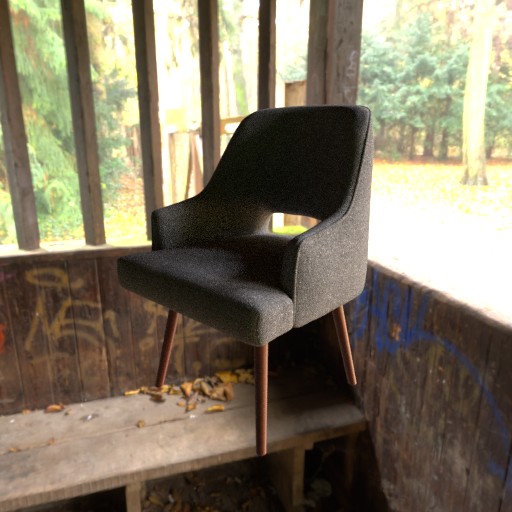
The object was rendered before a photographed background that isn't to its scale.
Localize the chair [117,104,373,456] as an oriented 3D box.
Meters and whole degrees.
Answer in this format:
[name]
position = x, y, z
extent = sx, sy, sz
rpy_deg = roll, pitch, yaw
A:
[chair]
position = 0.000, 0.000, 1.323
extent = 0.608, 0.875, 0.629
rpy_deg = 15, 22, 41
